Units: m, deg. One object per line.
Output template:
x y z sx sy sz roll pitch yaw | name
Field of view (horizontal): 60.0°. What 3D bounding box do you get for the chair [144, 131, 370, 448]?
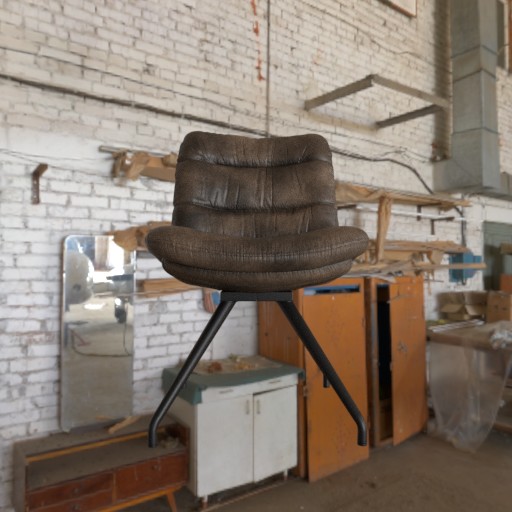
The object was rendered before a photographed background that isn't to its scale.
0.000 0.000 1.269 0.549 0.870 0.622 0 -1 -1 | chair
